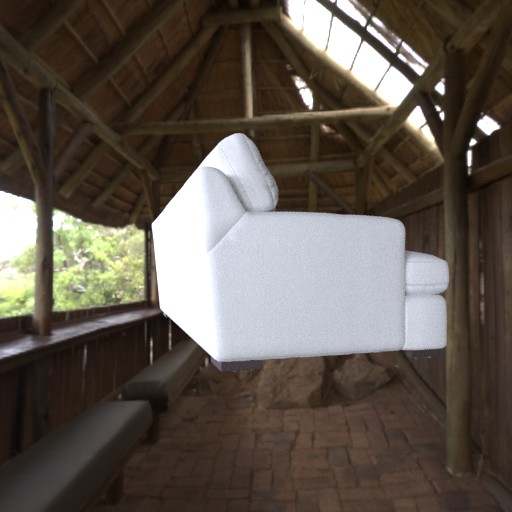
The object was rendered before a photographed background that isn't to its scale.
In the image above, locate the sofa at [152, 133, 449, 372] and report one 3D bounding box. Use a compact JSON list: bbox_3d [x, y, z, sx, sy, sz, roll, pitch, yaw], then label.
[{"bbox_3d":[0.000,0.000,2.825,1.143,0.940,2.261,0,-2,-18],"label":"sofa"}]
